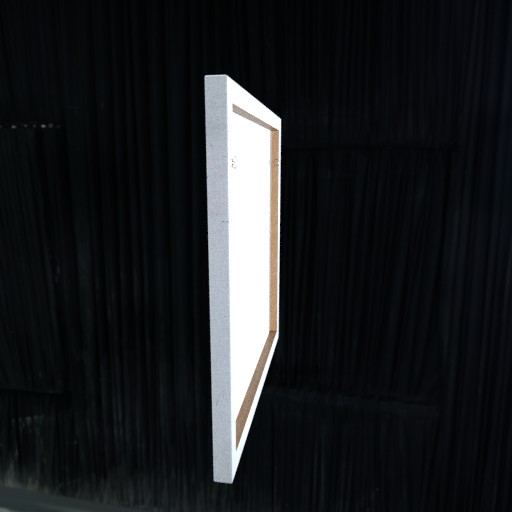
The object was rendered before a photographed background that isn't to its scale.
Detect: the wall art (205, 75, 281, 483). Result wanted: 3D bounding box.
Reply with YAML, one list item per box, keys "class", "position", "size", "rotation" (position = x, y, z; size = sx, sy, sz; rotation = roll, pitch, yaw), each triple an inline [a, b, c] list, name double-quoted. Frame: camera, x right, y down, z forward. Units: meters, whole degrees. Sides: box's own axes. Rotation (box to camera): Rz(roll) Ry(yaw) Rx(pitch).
- class: "wall art"
  position: [0.000, 0.000, 1.168]
  size: [0.041, 0.762, 0.762]
  rotation: [2, 12, 10]
